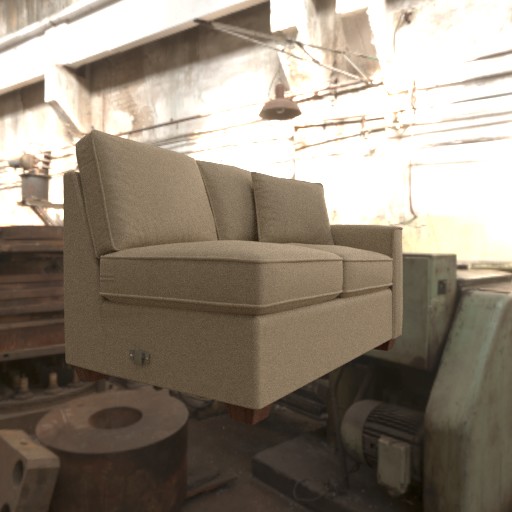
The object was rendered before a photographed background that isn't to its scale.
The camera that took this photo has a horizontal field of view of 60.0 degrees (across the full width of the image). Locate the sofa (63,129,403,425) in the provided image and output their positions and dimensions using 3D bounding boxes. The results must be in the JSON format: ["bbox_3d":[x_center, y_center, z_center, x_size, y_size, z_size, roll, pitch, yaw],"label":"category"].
[{"bbox_3d":[0.000,0.000,2.064,0.991,0.989,1.388,0,1,35],"label":"sofa"}]
